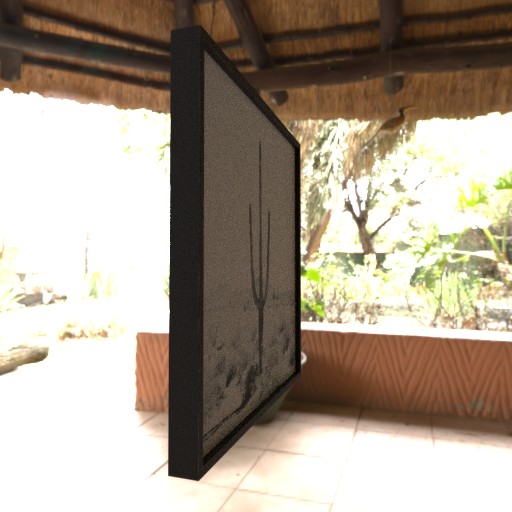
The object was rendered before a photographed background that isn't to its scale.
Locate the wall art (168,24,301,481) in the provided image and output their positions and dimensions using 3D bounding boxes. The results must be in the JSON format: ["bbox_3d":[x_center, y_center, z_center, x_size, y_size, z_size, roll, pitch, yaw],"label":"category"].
[{"bbox_3d":[0.000,0.000,0.739,0.038,0.508,0.508,-1,-2,19],"label":"wall art"}]
